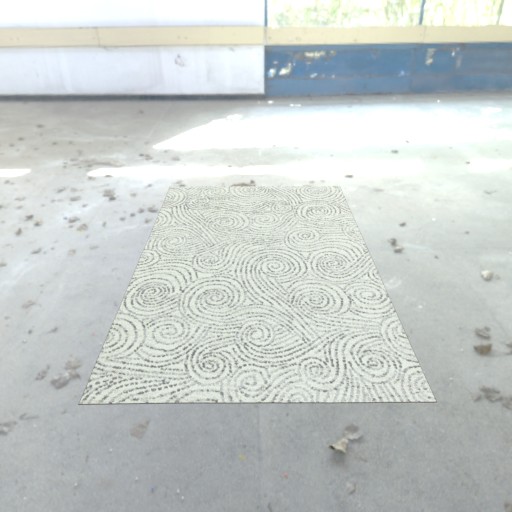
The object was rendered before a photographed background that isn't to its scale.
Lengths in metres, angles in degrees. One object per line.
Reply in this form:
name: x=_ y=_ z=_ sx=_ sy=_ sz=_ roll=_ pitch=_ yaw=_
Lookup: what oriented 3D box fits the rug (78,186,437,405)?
rug: x=0.000 y=0.000 z=2.926 sx=1.524 sy=0.005 sz=2.439 roll=0 pitch=31 yaw=0
